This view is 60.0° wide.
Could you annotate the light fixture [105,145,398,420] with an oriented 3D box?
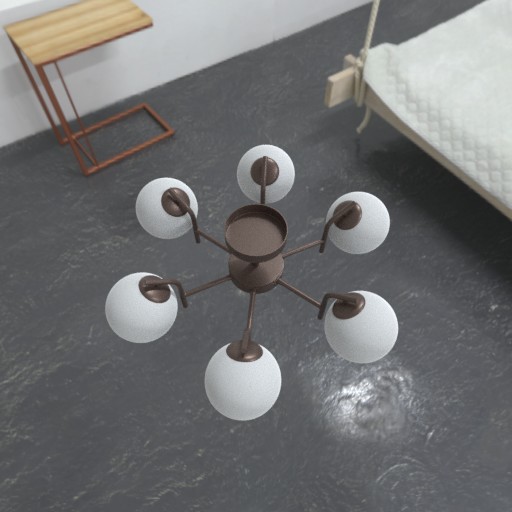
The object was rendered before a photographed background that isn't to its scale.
[{"bbox_3d":[0.000,0.000,0.950,0.662,0.201,0.662,0,58,0],"label":"light fixture"}]
